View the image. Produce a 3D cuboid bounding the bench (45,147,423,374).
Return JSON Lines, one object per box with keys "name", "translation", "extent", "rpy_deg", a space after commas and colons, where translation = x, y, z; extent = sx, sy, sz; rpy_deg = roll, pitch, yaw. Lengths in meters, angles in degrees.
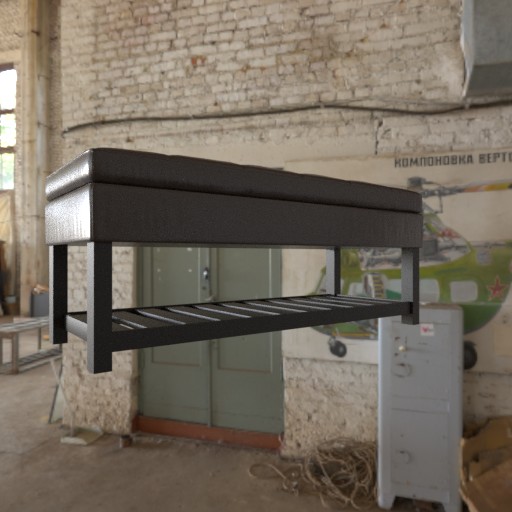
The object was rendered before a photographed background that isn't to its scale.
{"name": "bench", "translation": [0.000, 0.000, 1.342], "extent": [1.105, 0.460, 0.432], "rpy_deg": [0, 0, -36]}
